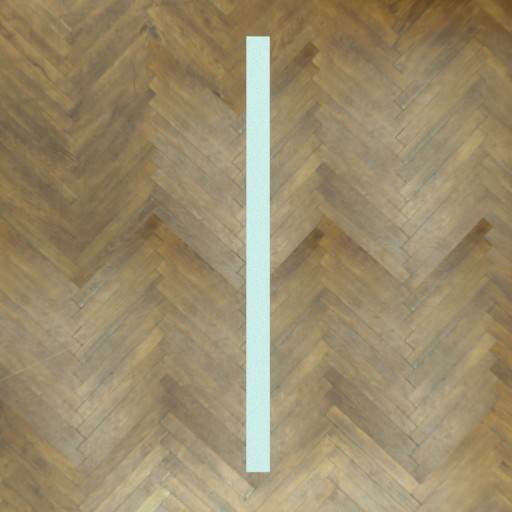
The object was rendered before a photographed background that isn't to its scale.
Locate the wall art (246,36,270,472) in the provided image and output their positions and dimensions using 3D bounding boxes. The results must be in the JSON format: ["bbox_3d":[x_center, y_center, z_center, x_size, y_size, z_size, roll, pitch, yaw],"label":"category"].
[{"bbox_3d":[0.000,0.000,1.163,0.041,0.765,0.768,0,89,-1],"label":"wall art"}]
